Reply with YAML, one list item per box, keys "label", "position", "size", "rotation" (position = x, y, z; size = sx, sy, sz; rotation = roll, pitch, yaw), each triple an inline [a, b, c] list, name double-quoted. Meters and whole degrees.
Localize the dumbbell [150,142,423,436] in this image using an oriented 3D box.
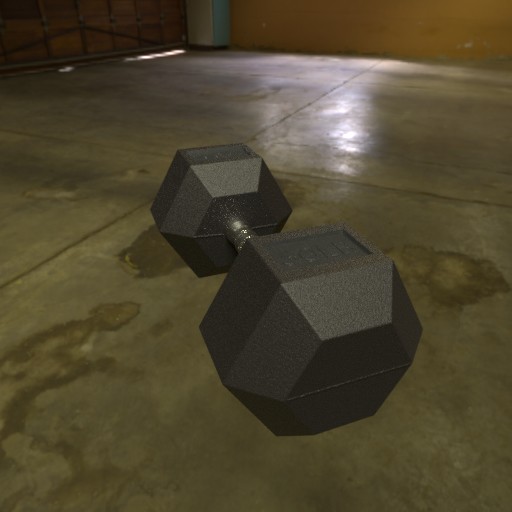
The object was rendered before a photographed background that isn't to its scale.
- label: "dumbbell"
  position: [0.000, 0.000, 0.470]
  size: [0.173, 0.150, 0.384]
  rotation: [-11, 31, -18]
